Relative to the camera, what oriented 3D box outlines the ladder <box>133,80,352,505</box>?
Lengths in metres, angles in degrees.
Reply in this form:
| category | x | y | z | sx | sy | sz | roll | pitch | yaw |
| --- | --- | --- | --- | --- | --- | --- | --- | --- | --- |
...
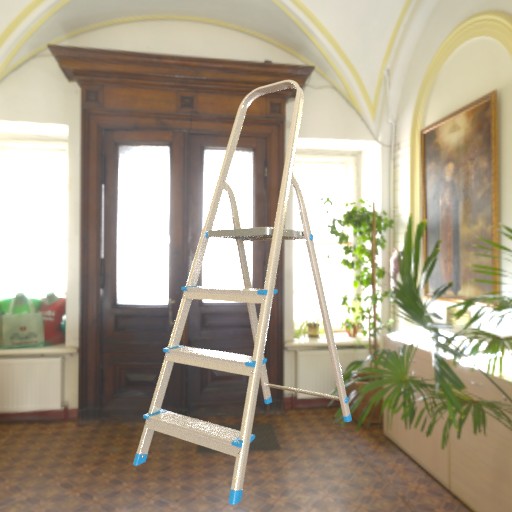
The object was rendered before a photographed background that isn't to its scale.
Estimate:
| category | x | y | z | sx | sy | sz | roll | pitch | yaw |
| --- | --- | --- | --- | --- | --- | --- | --- | --- | --- |
| ladder | 0.000 | 0.000 | 1.742 | 0.445 | 1.434 | 0.842 | 0 | -1 | 35 |
